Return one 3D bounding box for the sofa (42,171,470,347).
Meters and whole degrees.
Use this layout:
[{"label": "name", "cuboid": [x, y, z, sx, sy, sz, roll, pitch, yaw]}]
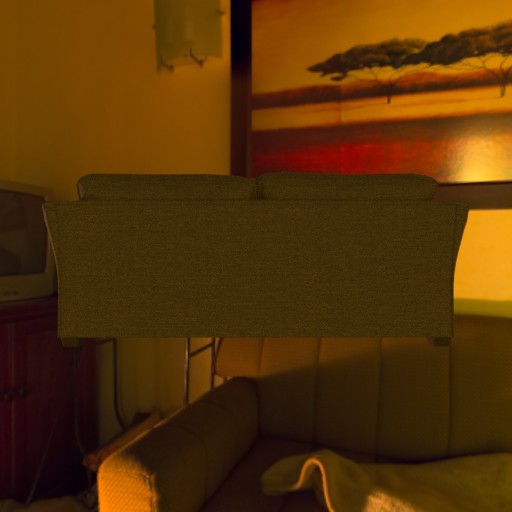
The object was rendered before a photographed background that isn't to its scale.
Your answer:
[{"label": "sofa", "cuboid": [0.000, 0.000, 2.776, 2.270, 0.950, 0.971, 0, 0, 0]}]
